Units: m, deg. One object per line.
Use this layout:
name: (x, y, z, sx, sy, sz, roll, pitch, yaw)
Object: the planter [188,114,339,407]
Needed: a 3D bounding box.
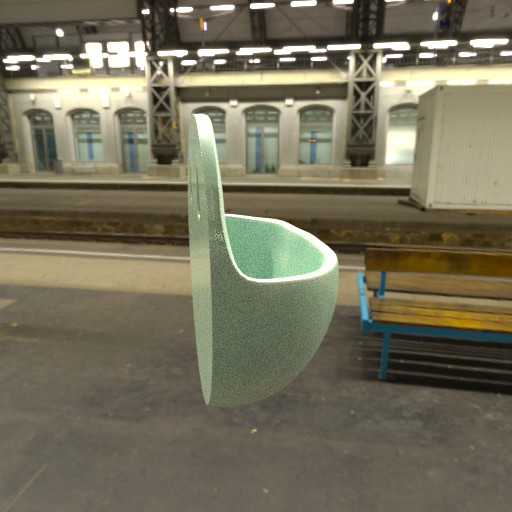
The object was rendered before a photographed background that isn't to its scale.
planter: (0.000, 0.000, 0.270, 0.073, 0.164, 0.189, -3, 14, -11)
